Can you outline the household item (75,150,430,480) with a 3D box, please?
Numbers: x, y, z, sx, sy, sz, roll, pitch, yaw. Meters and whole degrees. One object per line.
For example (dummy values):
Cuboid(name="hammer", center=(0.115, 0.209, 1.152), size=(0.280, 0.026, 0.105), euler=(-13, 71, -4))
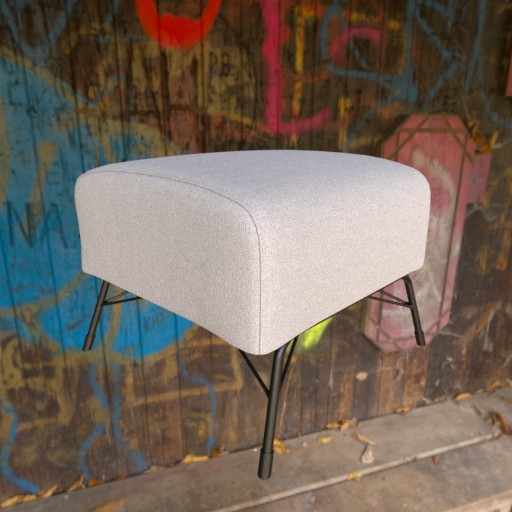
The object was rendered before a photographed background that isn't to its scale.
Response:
Cuboid(name="household item", center=(0.000, 0.000, 0.897), size=(0.530, 0.410, 0.530), euler=(15, 23, 41))
